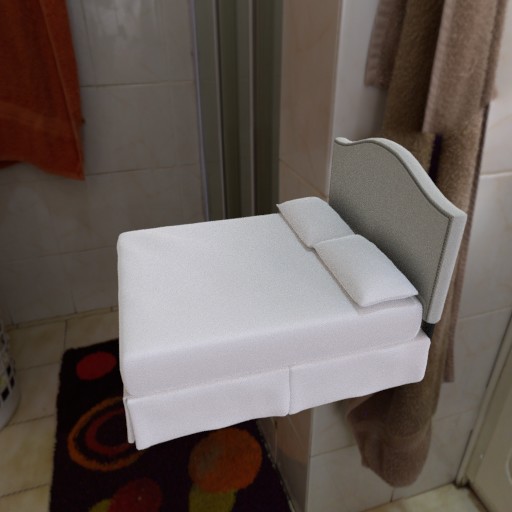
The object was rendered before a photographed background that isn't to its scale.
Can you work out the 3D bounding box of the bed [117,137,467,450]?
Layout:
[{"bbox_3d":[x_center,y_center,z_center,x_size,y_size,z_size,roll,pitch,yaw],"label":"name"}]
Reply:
[{"bbox_3d":[0.000,0.000,3.414,2.180,1.607,1.813,-8,31,-13],"label":"bed"}]
